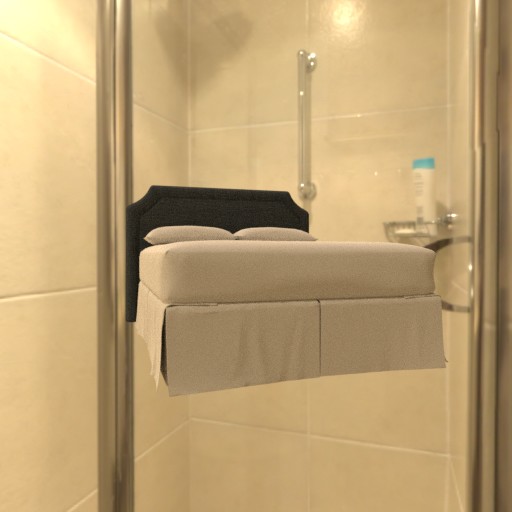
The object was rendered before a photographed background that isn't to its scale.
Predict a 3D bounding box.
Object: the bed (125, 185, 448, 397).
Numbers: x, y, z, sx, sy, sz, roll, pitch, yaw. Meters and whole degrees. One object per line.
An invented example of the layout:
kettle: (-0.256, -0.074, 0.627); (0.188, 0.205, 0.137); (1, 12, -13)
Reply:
bed: (0.000, 0.000, 3.332); (1.828, 1.297, 2.208); (0, 1, -18)
